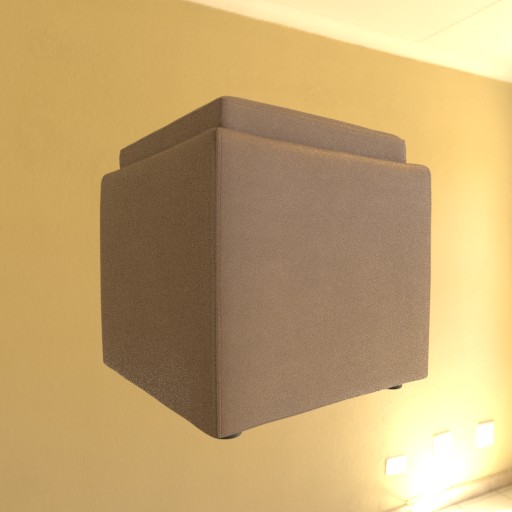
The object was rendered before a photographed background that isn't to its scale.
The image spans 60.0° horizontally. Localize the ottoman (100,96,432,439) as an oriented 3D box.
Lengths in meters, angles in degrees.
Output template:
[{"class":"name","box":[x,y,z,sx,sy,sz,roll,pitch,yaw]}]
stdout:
[{"class":"ottoman","box":[0.000,0.000,0.819,0.451,0.460,0.450,-1,1,-36]}]
